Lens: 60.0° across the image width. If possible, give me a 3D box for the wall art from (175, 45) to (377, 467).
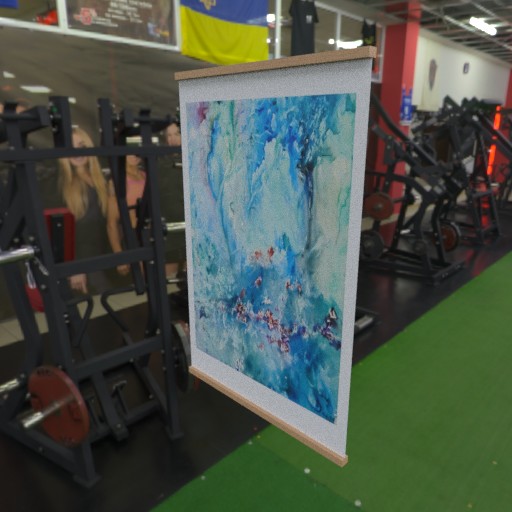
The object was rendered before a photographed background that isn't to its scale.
[{"bbox_3d":[0.000,0.000,0.633,0.013,0.510,0.335,-16,23,-43],"label":"wall art"}]
